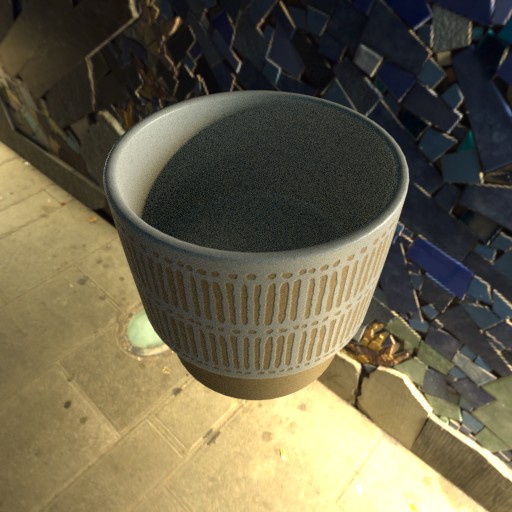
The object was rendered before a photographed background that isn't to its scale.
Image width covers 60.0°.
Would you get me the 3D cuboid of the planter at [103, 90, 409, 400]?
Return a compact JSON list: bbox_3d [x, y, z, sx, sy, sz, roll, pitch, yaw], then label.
[{"bbox_3d":[0.000,0.000,0.577,0.317,0.303,0.317,0,45,0],"label":"planter"}]
